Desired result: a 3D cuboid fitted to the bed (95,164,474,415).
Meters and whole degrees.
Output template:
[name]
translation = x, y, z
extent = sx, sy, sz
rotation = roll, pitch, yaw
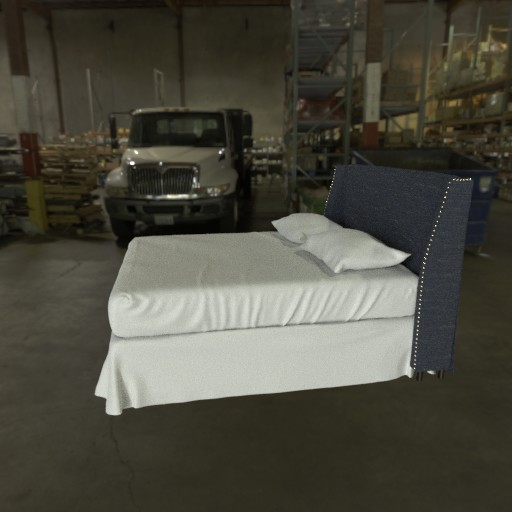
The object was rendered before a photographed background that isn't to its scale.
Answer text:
[bed]
translation = 0.000, 0.000, 3.446
extent = 2.276, 1.332, 1.925
rotation = -3, 14, -10
